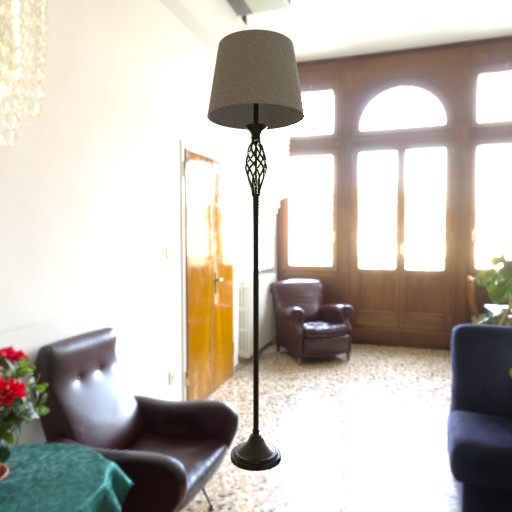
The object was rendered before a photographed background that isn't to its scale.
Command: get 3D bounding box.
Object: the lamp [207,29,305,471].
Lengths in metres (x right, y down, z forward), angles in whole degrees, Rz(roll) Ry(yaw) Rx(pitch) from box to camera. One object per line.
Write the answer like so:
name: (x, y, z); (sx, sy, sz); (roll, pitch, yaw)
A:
lamp: (0.000, 0.000, 1.749); (0.379, 1.623, 0.379); (0, 2, 0)
